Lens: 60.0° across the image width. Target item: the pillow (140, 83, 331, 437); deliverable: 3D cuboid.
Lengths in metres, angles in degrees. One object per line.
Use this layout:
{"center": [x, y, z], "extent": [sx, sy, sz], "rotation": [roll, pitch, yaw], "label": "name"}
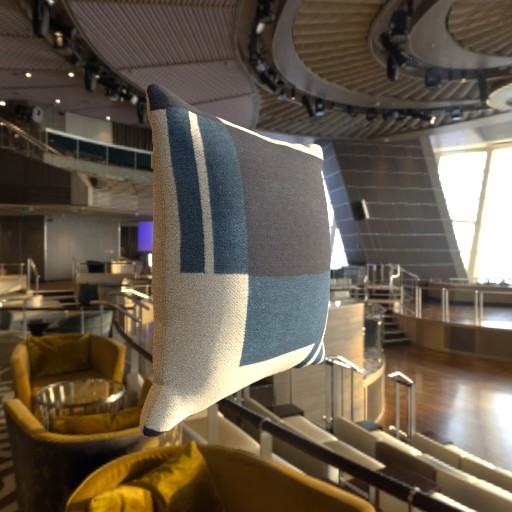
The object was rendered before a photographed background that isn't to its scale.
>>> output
{"center": [0.000, 0.000, 0.827], "extent": [0.229, 0.506, 0.536], "rotation": [0, 0, 36], "label": "pillow"}
